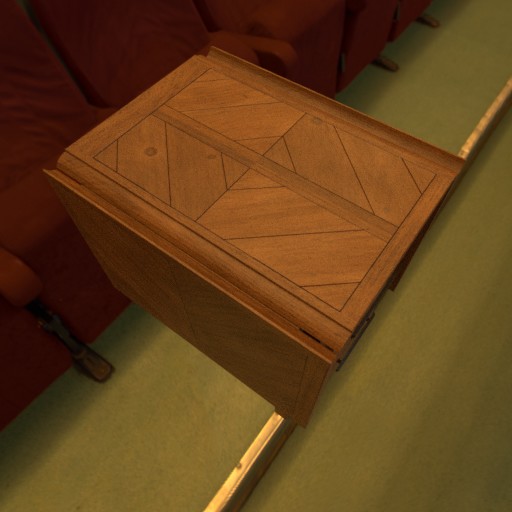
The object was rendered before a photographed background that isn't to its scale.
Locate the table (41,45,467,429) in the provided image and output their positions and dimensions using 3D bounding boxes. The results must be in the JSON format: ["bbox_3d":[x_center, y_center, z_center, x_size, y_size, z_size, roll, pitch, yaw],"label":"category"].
[{"bbox_3d":[0.000,0.000,1.303,0.746,0.763,0.591,32,62,19],"label":"table"}]
